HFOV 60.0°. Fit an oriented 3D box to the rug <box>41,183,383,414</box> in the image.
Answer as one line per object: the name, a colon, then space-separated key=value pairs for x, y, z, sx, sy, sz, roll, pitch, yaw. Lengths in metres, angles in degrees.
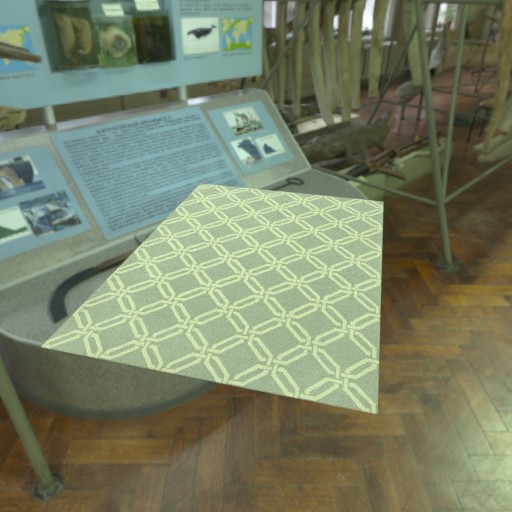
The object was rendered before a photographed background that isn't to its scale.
rug: x=0.000 y=0.000 z=4.432 sx=2.438 sy=0.013 sz=3.353 roll=8 pitch=32 yaw=12
